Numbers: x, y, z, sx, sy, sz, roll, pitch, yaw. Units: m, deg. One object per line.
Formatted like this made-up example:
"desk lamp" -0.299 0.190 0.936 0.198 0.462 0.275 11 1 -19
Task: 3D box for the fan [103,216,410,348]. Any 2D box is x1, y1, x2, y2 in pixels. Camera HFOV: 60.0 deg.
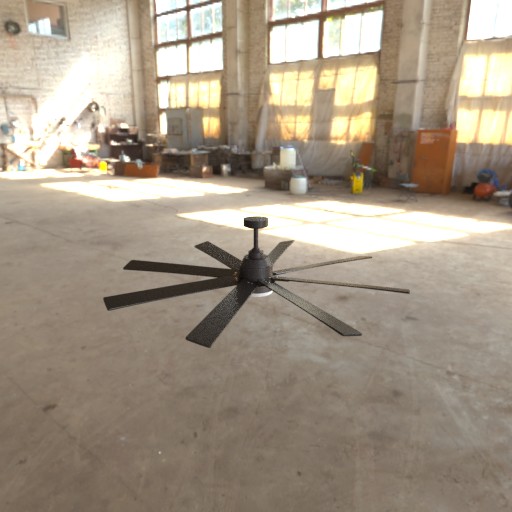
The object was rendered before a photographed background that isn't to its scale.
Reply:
"fan" 0.000 0.000 2.739 1.830 0.472 1.830 -9 19 -27
